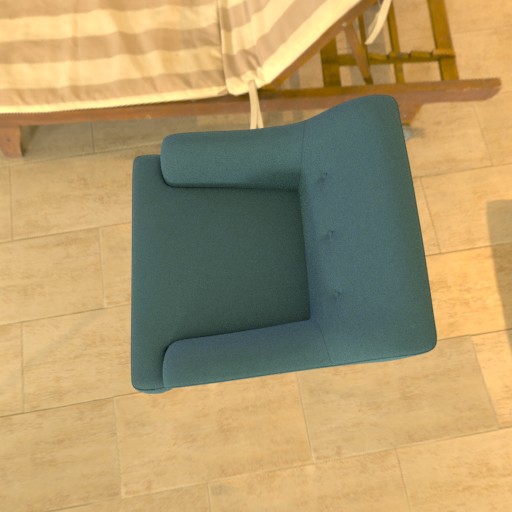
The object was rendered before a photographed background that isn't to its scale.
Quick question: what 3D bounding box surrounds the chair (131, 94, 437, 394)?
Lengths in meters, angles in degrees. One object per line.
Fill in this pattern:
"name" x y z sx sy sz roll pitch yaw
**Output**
"chair" 0.000 0.000 1.665 0.951 0.818 0.946 -4 75 -1
